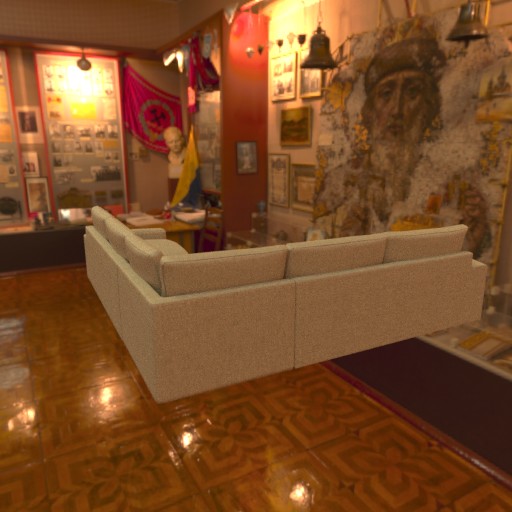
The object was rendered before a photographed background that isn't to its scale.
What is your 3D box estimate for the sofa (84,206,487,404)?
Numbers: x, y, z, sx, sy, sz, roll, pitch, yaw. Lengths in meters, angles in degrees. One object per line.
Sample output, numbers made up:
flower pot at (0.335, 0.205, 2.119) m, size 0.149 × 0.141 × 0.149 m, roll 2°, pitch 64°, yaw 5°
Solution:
sofa at (0.000, 0.000, 4.036) m, size 2.622 × 0.800 × 2.742 m, roll -7°, pitch 16°, yaw -27°
